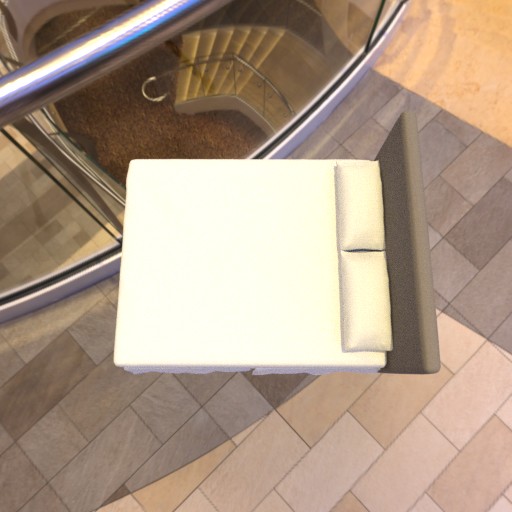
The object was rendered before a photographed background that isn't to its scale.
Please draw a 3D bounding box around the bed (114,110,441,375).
[{"bbox_3d":[0.000,0.000,3.338,2.142,1.330,1.748,0,76,0],"label":"bed"}]
